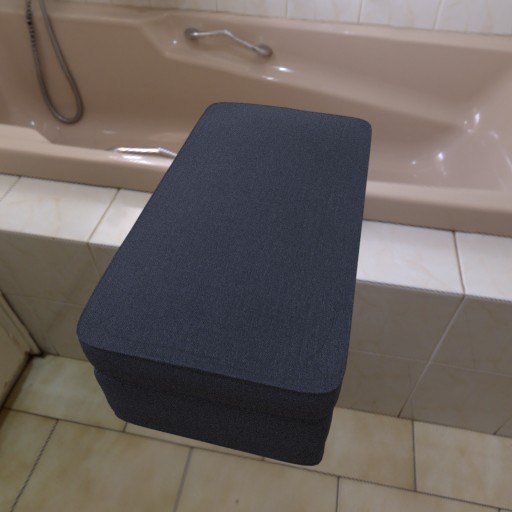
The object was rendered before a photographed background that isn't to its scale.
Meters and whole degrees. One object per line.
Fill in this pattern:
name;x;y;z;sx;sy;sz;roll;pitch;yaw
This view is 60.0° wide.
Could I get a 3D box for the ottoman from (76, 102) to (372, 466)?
ottoman;0.000;0.000;1.178;0.505;0.453;0.895;10;48;9
